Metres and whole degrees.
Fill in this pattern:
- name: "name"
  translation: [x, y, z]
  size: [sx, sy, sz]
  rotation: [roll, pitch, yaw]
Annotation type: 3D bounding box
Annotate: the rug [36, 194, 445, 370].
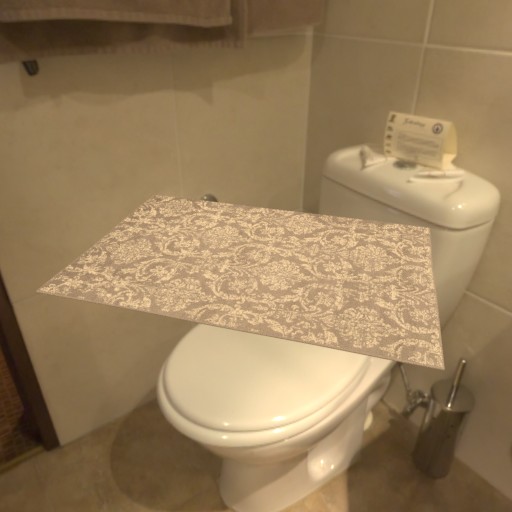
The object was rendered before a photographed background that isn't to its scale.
- name: "rug"
  translation: [0.000, 0.000, 3.584]
  size: [2.746, 0.018, 1.819]
  rotation: [8, 32, 14]
